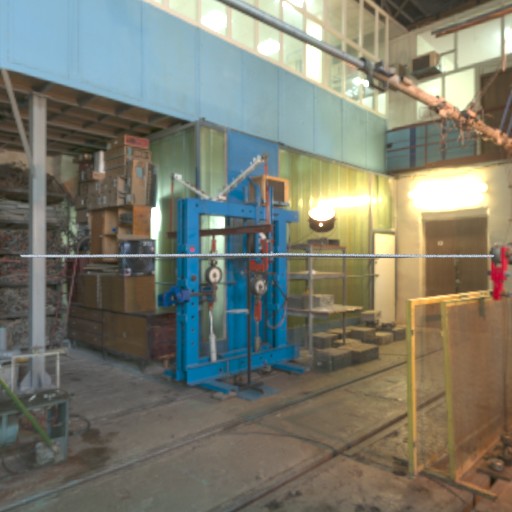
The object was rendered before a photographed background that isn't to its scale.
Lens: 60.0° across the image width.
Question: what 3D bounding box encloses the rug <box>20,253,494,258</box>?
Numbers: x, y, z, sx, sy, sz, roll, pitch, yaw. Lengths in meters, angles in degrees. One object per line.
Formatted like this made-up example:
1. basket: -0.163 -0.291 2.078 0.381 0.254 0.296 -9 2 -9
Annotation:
1. rug: 0.000 0.000 2.245 1.792 0.021 1.154 0 0 -1
